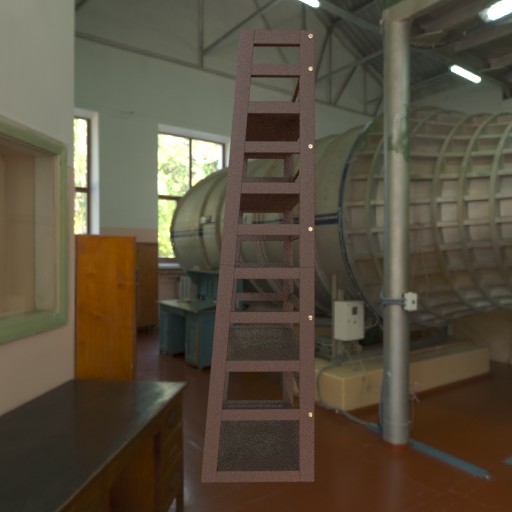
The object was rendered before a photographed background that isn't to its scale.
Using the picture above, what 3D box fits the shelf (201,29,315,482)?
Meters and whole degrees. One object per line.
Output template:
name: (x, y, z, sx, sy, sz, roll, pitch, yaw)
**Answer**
shelf: (0.000, 0.000, 1.947, 0.403, 1.600, 0.763, 0, 0, -1)
